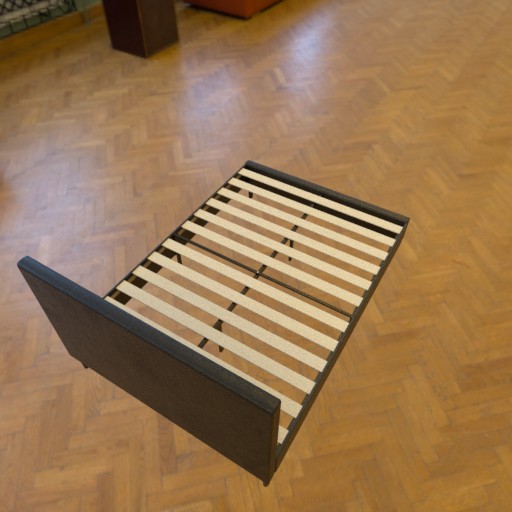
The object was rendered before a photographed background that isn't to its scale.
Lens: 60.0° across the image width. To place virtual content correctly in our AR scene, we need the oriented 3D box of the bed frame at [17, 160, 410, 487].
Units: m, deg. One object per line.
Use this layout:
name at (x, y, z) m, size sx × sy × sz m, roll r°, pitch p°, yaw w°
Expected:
bed frame at (0.000, 0.000, 2.930) m, size 1.469 × 1.046 × 2.152 m, roll 24°, pitch 52°, yaw 21°
